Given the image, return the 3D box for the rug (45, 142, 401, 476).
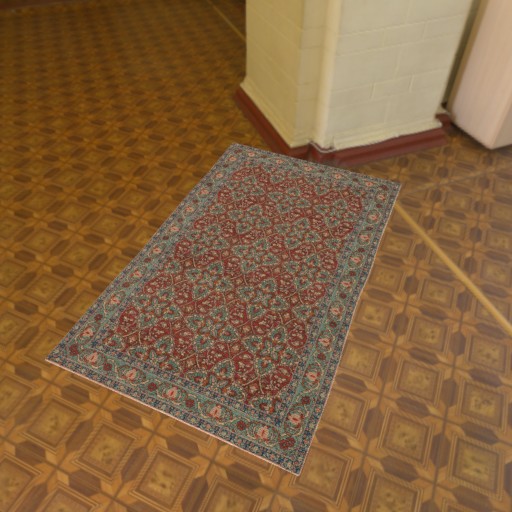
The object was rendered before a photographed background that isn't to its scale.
[{"bbox_3d":[0.000,0.000,3.054,1.533,0.011,2.439,18,49,16],"label":"rug"}]
